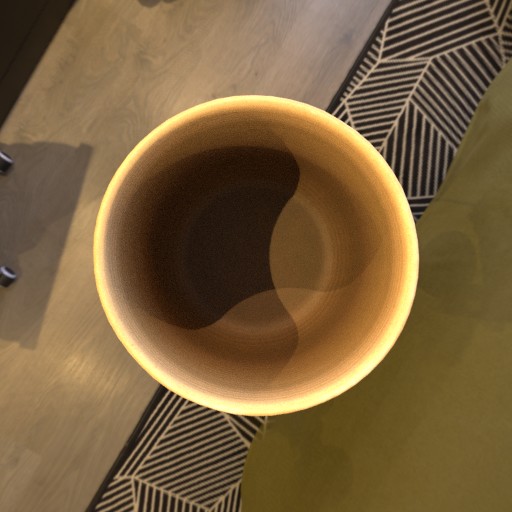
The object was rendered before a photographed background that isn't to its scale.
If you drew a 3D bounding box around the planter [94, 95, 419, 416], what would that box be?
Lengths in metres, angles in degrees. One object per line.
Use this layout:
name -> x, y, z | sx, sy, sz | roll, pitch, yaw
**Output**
planter -> 0.000, 0.000, 0.295 | 0.170, 0.152, 0.170 | 0, 90, 0
